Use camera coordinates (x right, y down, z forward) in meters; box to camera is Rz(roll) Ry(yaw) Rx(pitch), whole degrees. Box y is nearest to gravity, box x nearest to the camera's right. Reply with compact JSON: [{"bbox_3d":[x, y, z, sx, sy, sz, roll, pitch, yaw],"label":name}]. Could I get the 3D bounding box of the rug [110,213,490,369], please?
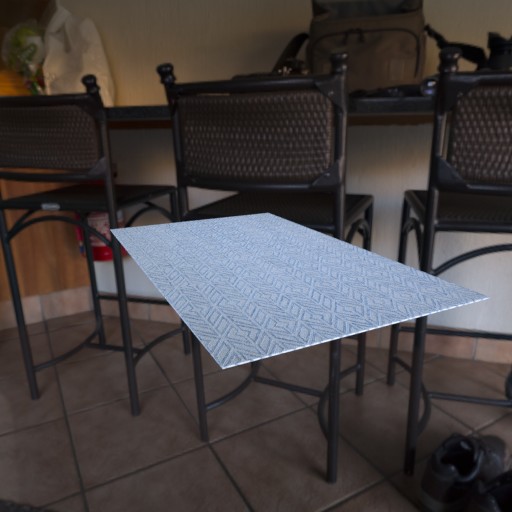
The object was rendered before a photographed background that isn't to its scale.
[{"bbox_3d":[0.000,0.000,3.045,1.526,0.008,2.441,-9,19,-26],"label":"rug"}]
